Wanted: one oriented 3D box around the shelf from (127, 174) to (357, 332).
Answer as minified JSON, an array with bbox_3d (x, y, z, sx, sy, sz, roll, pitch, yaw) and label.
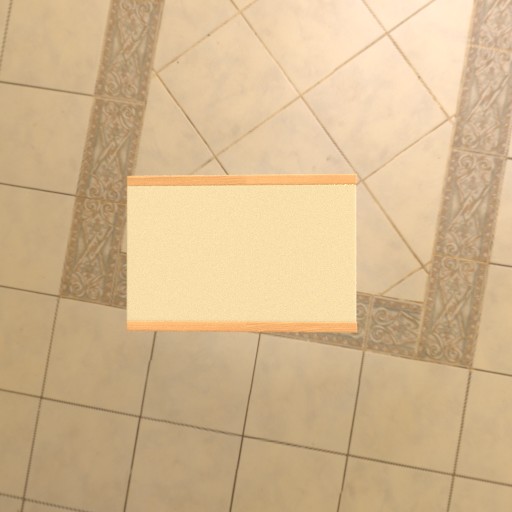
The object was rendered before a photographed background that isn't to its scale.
[{"bbox_3d":[0.000,0.000,0.996,0.290,0.882,0.197,0,90,3],"label":"shelf"}]
